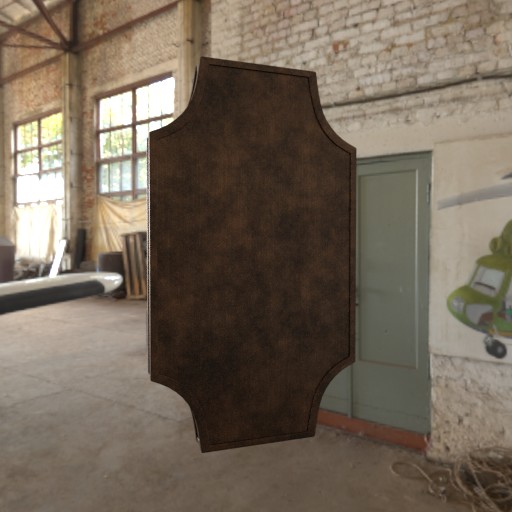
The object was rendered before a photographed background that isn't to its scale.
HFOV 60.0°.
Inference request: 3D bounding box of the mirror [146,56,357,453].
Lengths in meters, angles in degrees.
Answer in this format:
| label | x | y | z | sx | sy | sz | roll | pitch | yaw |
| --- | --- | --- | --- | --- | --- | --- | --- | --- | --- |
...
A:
| label | x | y | z | sx | sy | sz | roll | pitch | yaw |
| --- | --- | --- | --- | --- | --- | --- | --- | --- | --- |
| mirror | 0.000 | 0.000 | 0.976 | 0.462 | 0.811 | 0.066 | 0 | 1 | -18 |
